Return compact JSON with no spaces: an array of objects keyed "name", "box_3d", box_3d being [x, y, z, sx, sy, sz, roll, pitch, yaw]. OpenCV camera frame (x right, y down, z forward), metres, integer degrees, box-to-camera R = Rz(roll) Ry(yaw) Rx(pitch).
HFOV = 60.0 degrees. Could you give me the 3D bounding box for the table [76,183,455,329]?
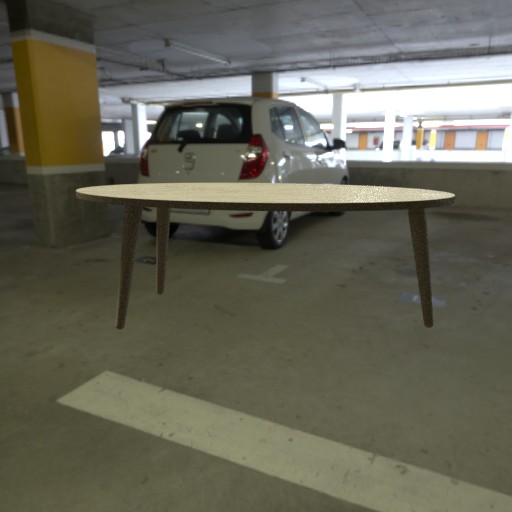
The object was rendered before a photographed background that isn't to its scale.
[{"name":"table","box_3d":[0.000,0.000,1.331,1.083,0.390,0.542,2,14,9]}]
